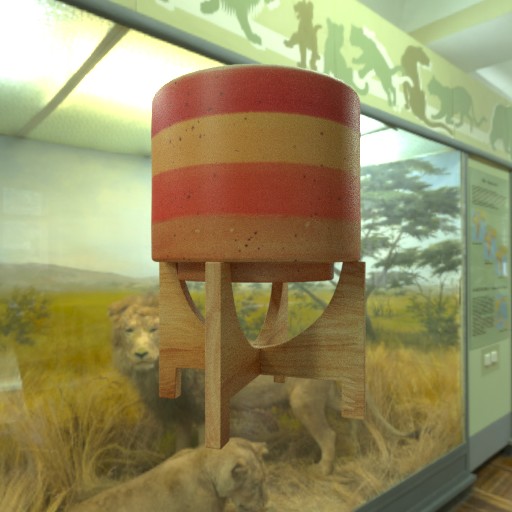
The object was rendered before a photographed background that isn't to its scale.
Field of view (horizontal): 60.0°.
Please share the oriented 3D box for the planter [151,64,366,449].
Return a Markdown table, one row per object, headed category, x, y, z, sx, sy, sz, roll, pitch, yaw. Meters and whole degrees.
| category | x | y | z | sx | sy | sz | roll | pitch | yaw |
| --- | --- | --- | --- | --- | --- | --- | --- | --- | --- |
| planter | 0.000 | 0.000 | 0.561 | 0.269 | 0.379 | 0.269 | 0 | 0 | 0 |
